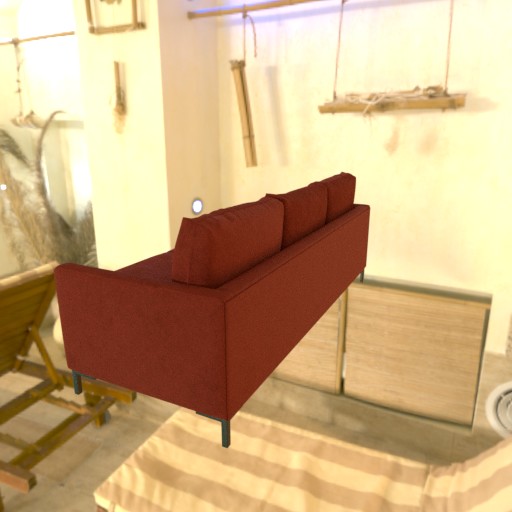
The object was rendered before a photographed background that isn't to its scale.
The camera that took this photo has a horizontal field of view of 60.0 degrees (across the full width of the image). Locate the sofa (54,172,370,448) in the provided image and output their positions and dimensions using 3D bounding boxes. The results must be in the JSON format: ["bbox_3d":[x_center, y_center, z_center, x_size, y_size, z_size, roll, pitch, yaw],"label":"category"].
[{"bbox_3d":[0.000,0.000,2.705,0.875,0.879,2.252,8,18,26],"label":"sofa"}]
